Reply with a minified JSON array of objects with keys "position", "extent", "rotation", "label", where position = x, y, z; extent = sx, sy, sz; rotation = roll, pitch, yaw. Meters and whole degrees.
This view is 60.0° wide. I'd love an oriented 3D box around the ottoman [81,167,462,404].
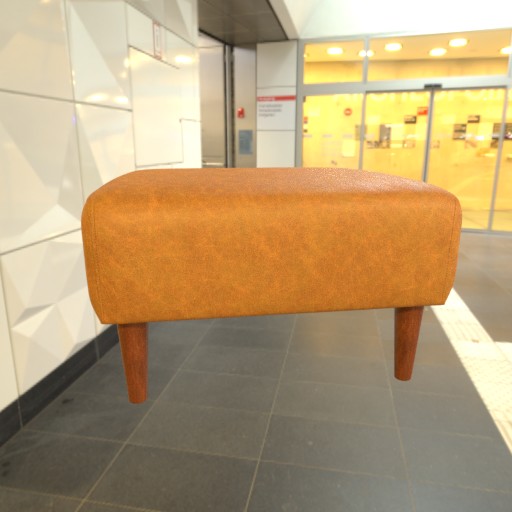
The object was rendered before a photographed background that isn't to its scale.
[{"position":[0.000,0.000,1.048],"extent":[0.650,0.399,0.650],"rotation":[-2,14,-9],"label":"ottoman"}]
